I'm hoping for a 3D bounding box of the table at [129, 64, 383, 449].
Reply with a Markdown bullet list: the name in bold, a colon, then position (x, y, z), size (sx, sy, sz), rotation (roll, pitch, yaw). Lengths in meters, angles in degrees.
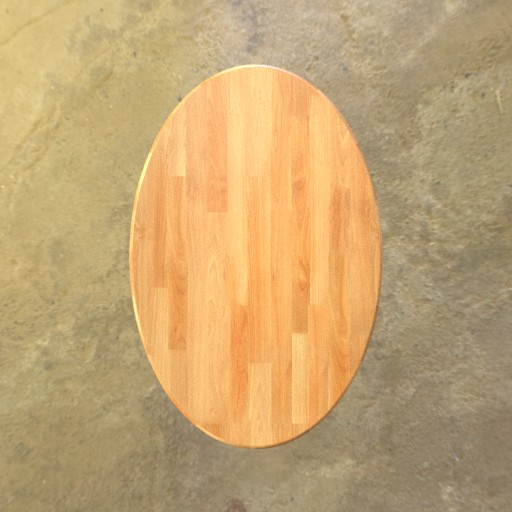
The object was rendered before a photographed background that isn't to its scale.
- **table**: position (0.000, 0.000, 1.411), size (0.690, 0.490, 1.040), rotation (0, 90, 0)
